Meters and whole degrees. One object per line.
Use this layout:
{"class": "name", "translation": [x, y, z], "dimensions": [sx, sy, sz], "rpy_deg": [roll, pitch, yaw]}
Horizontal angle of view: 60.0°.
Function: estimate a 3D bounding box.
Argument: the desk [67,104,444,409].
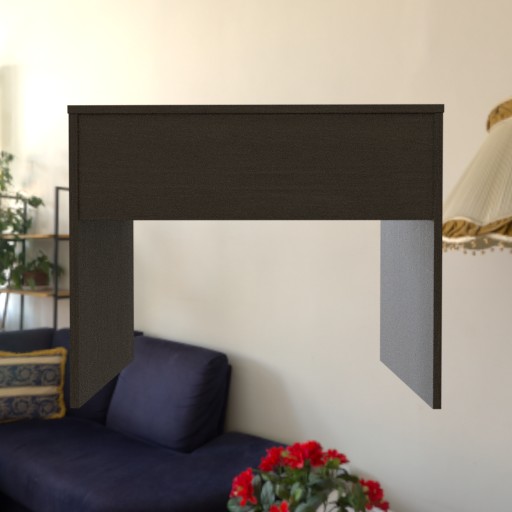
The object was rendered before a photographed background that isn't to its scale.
{"class": "desk", "translation": [0.000, 0.000, 1.302], "dimensions": [0.893, 0.724, 0.498], "rpy_deg": [0, 1, 0]}
